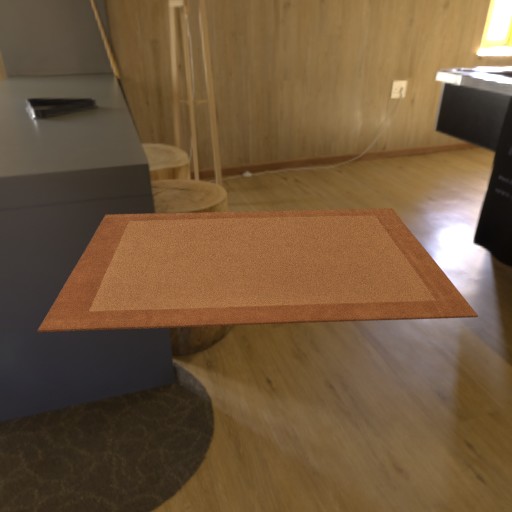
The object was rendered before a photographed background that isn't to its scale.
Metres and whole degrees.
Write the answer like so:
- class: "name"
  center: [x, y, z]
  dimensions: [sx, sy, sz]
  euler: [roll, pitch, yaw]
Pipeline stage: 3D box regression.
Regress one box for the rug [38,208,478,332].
- class: "rug"
  center: [0.000, 0.000, 3.105]
  dimensions: [2.438, 0.014, 1.524]
  euler: [-2, 30, -3]
